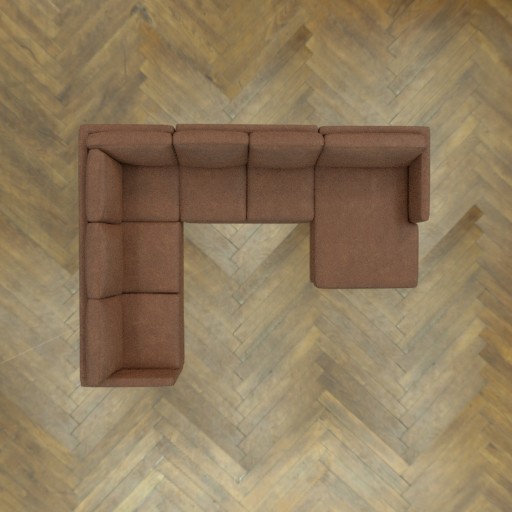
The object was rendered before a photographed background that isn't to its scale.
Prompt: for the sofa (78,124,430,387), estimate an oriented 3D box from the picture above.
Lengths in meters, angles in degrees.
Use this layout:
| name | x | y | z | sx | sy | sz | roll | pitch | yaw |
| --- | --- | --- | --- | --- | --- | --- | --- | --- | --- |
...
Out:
| name | x | y | z | sx | sy | sz | roll | pitch | yaw |
| --- | --- | --- | --- | --- | --- | --- | --- | --- | --- |
| sofa | 0.000 | 0.000 | 4.600 | 3.460 | 0.923 | 2.593 | 0 | 91 | -1 |
